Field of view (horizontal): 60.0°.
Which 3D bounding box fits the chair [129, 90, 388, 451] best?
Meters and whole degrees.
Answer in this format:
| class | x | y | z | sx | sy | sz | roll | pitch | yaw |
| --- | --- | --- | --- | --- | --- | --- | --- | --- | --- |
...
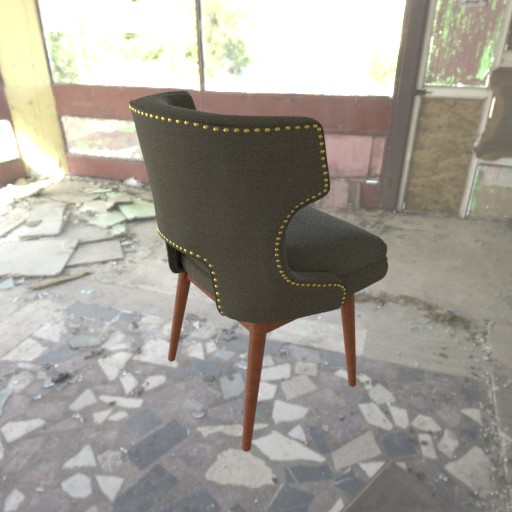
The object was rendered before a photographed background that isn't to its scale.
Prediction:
| class | x | y | z | sx | sy | sz | roll | pitch | yaw |
| --- | --- | --- | --- | --- | --- | --- | --- | --- | --- |
| chair | 0.000 | 0.000 | 1.251 | 0.581 | 0.863 | 0.595 | -18 | 32 | -32 |
